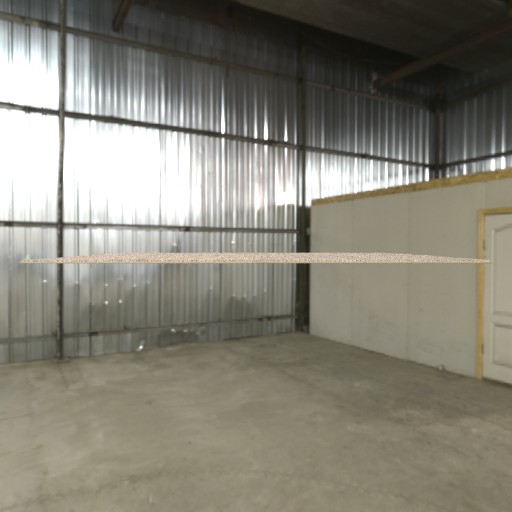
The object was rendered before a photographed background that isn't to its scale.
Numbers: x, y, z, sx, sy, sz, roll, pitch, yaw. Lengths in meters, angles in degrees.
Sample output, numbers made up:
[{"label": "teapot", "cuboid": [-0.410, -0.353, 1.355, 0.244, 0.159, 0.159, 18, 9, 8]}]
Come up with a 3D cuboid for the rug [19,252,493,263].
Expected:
[{"label": "rug", "cuboid": [0.000, 0.000, 4.052, 3.052, 0.030, 2.429, 0, 2, 0]}]
